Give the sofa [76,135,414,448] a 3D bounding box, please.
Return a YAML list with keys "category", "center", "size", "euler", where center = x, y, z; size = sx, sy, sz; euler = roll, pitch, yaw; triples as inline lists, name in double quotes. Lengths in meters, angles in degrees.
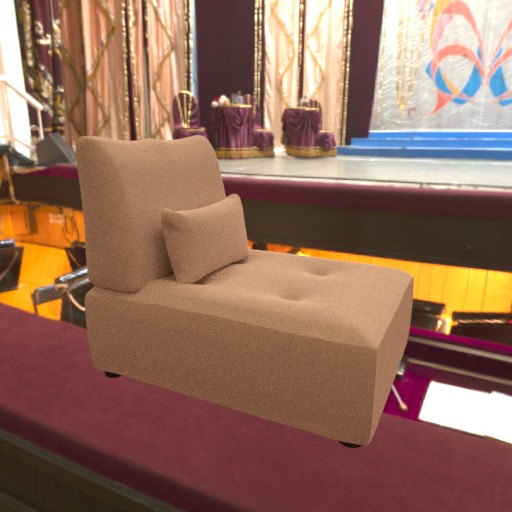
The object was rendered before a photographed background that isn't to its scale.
- category: "sofa"
  center: [0.000, 0.000, 1.561]
  size: [1.000, 0.820, 0.700]
  euler: [7, 17, 25]
